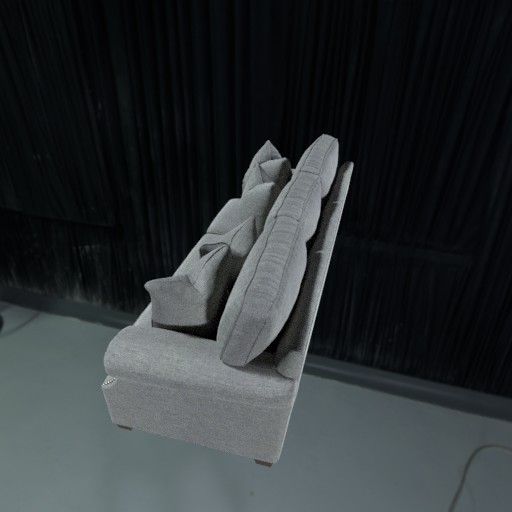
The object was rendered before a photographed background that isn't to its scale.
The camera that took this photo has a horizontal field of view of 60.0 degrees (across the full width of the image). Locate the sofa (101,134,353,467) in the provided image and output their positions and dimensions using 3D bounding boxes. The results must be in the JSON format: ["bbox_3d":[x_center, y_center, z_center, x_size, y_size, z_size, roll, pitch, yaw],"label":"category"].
[{"bbox_3d":[0.000,0.000,2.784,0.965,0.975,2.312,8,33,13],"label":"sofa"}]
